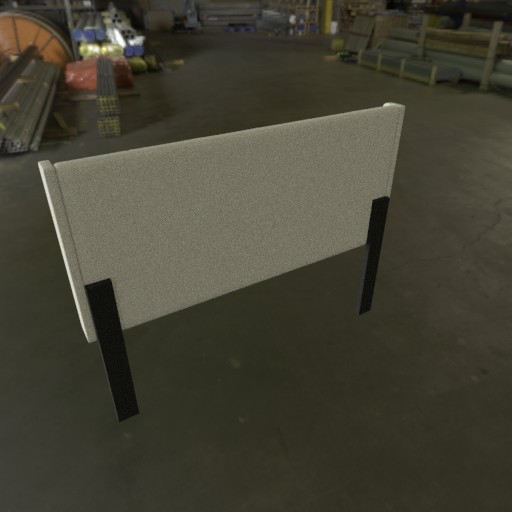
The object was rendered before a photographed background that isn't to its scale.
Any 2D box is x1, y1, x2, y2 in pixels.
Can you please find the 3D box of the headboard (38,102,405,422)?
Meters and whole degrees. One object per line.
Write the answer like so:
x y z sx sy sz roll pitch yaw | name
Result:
0.000 0.000 2.653 2.051 1.524 0.184 -18 36 -26 | headboard
